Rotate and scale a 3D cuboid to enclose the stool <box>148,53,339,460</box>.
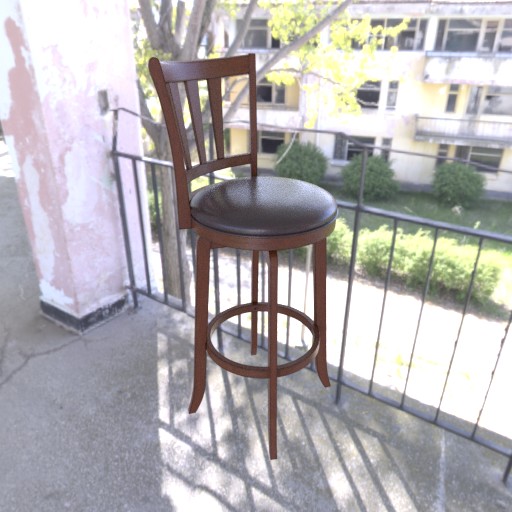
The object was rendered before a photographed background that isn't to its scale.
[{"bbox_3d":[0.000,0.000,1.429,0.503,1.177,0.464,16,30,30],"label":"stool"}]
